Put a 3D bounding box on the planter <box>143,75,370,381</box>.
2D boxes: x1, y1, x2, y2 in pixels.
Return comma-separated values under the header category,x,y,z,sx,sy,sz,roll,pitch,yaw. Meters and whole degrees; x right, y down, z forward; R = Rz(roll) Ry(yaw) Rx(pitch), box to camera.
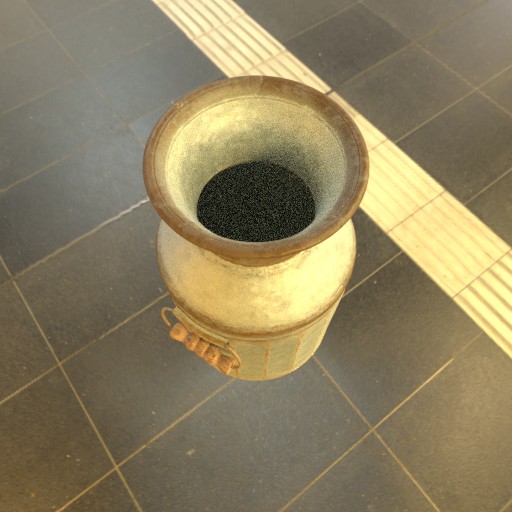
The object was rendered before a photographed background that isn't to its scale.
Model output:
category,x,y,z,sx,sy,sz,roll,pitch,yaw
planter,0.000,0.000,0.506,0.215,0.358,0.248,31,68,14
